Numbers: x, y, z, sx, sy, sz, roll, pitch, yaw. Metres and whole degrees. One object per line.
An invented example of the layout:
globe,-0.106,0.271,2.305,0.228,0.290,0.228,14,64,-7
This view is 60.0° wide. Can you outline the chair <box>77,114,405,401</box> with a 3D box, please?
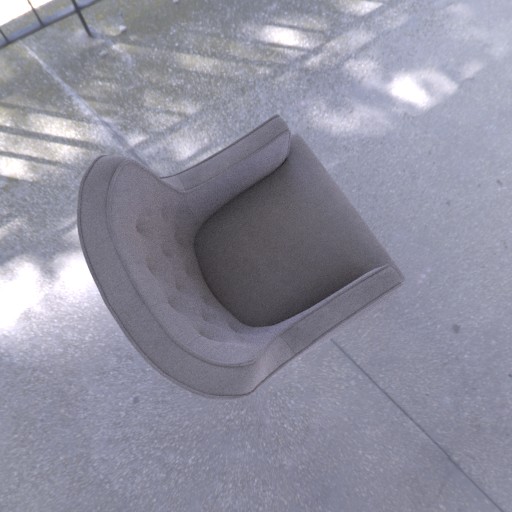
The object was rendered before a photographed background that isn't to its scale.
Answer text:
chair,0.000,0.000,1.613,0.910,0.919,0.781,-32,78,-8
